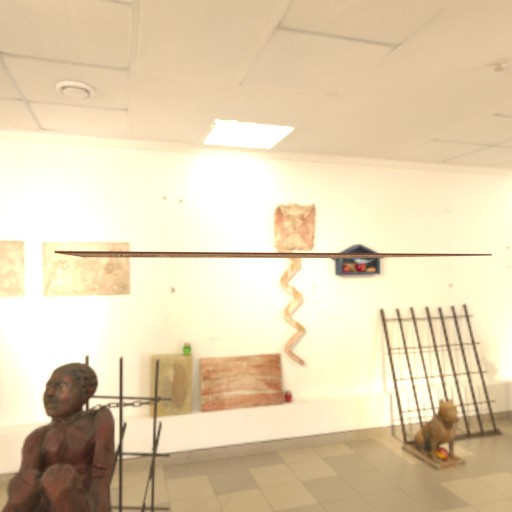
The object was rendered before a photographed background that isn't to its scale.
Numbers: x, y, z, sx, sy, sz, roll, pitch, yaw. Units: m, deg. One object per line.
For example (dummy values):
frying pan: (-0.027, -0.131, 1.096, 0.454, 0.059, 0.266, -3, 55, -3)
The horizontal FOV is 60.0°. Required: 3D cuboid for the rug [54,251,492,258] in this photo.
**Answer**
rug: (0.000, 0.000, 4.191, 3.197, 0.013, 2.381, 0, -1, -17)
